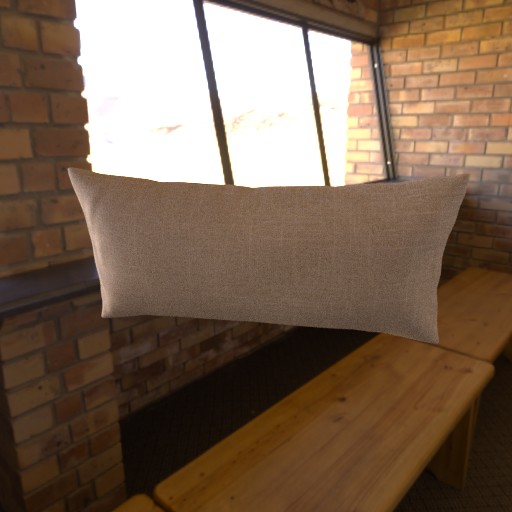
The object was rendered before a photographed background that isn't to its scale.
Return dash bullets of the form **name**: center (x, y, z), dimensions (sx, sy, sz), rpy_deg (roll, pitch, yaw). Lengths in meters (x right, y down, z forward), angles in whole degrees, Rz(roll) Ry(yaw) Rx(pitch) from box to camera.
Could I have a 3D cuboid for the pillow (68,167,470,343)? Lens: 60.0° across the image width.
- **pillow**: center (0.000, 0.000, 0.730), dimensions (0.612, 0.282, 0.155), rpy_deg (3, 16, 10)
